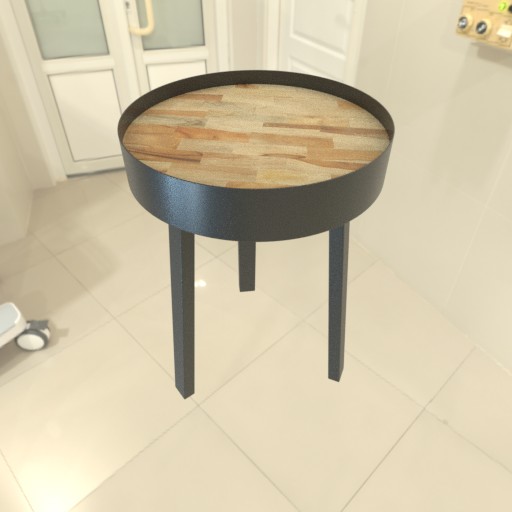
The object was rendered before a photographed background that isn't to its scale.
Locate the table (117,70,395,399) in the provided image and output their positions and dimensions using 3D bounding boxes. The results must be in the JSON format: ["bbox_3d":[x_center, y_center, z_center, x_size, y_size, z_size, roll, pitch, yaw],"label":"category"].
[{"bbox_3d":[0.000,0.000,0.850,0.406,0.559,0.406,0,41,0],"label":"table"}]
